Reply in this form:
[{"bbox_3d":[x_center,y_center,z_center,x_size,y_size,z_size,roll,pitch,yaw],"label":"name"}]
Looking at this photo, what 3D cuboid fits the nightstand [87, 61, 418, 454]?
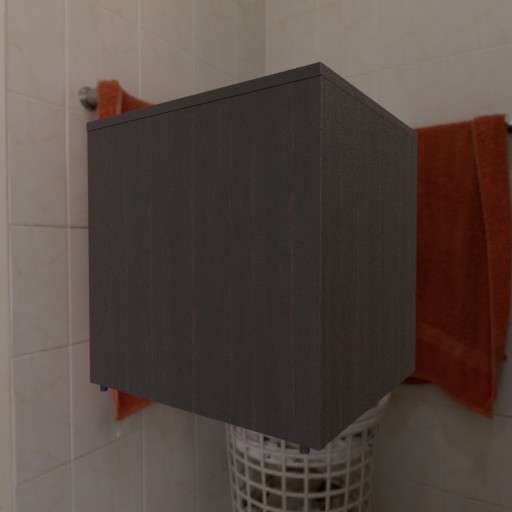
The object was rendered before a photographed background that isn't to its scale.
[{"bbox_3d":[0.000,0.000,0.807,0.461,0.460,0.400,1,2,35],"label":"nightstand"}]
